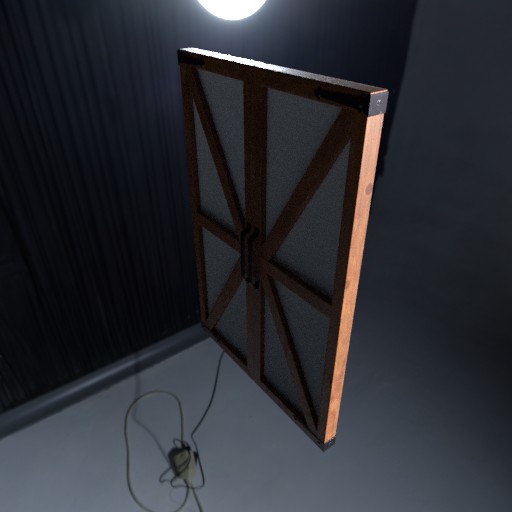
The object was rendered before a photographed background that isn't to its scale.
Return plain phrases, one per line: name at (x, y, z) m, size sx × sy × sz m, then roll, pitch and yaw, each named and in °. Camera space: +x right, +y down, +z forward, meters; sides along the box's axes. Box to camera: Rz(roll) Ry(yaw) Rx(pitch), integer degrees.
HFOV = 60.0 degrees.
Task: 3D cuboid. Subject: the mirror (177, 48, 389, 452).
mirror at (0.000, 0.000, 0.951) m, size 0.053 × 0.761 × 0.517 m, roll -22°, pitch 38°, yaw -31°
